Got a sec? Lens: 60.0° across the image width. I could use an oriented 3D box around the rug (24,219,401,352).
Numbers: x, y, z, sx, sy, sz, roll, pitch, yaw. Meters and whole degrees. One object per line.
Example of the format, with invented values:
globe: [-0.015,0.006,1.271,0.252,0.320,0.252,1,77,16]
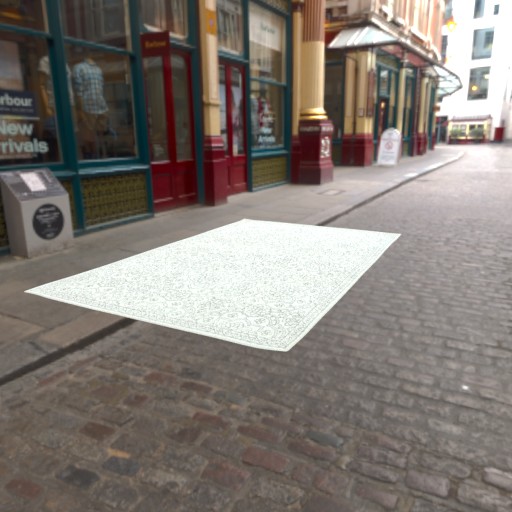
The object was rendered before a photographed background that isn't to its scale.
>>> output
rug: [0.000,0.000,3.041,1.518,0.023,2.434,8,17,26]
